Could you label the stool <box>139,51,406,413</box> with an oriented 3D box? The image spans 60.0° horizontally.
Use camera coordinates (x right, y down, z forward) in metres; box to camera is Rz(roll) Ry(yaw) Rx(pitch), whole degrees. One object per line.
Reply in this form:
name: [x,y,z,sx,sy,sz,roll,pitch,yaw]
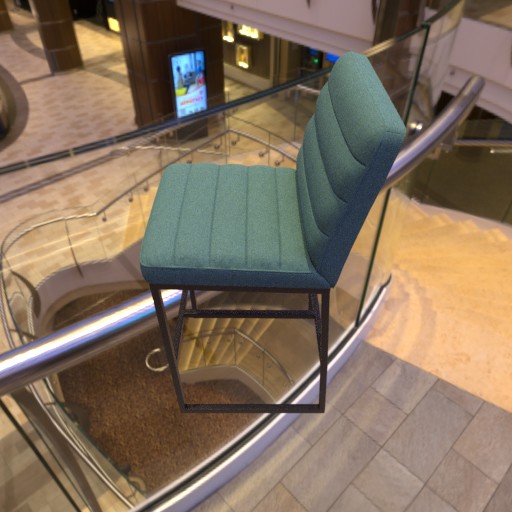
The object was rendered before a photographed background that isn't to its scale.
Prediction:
stool: [0.000,0.000,1.316,0.560,1.040,0.460,0,42,0]
